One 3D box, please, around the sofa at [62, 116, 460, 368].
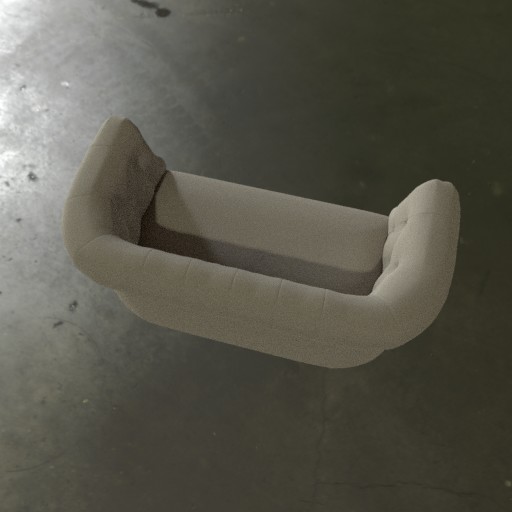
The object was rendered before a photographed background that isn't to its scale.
[{"bbox_3d":[0.000,0.000,2.040,1.558,0.827,0.835,13,63,7],"label":"sofa"}]
